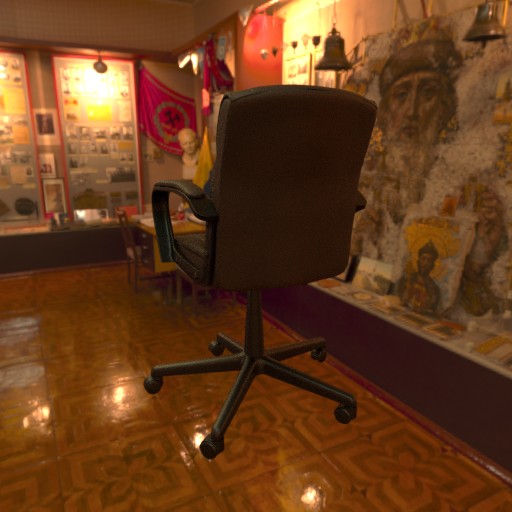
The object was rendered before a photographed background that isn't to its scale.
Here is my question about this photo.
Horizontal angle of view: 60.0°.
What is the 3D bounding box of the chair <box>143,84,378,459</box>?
[{"bbox_3d":[0.000,0.000,1.490,0.739,1.004,0.717,-7,15,-25],"label":"chair"}]
